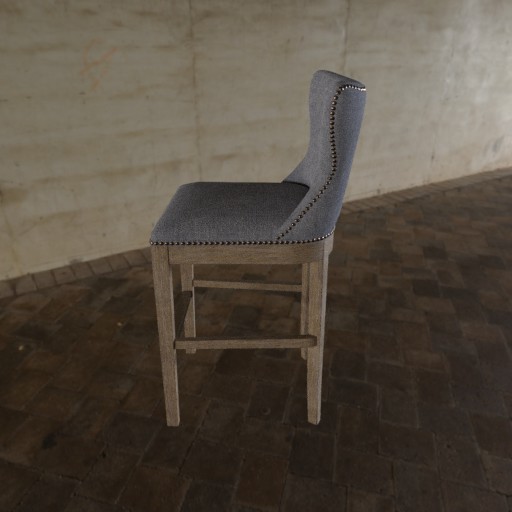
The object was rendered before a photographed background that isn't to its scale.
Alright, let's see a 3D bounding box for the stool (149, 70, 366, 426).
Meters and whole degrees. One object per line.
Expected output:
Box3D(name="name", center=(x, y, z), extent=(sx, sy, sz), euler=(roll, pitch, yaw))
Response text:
Box3D(name="stool", center=(0.000, 0.000, 1.478), extent=(0.606, 1.123, 0.494), euler=(1, 26, 1))
